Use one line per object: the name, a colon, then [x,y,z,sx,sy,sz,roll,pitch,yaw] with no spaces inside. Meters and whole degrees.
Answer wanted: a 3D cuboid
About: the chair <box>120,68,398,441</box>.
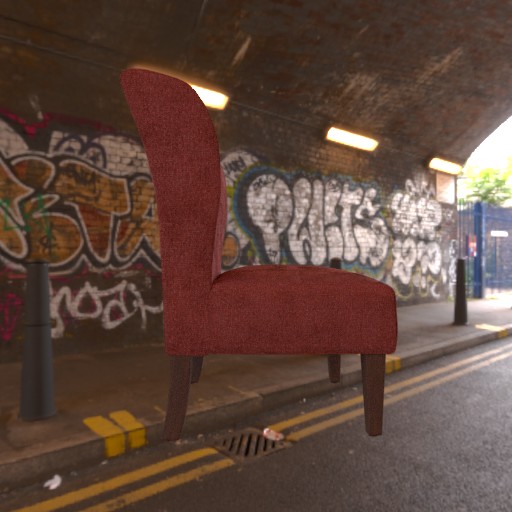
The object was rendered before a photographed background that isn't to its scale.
chair: [0.000,0.000,1.248,0.640,0.846,0.538,0,0,-2]
